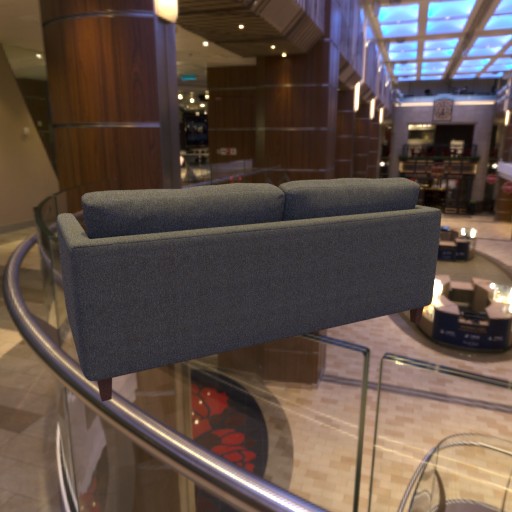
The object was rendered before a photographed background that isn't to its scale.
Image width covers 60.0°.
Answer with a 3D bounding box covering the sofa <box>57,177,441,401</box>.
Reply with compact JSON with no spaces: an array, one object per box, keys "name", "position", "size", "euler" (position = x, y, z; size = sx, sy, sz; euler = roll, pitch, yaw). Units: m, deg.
[{"name":"sofa","position":[0.000,0.000,2.775],"size":[2.208,0.965,0.948],"euler":[-7,16,-26]}]
